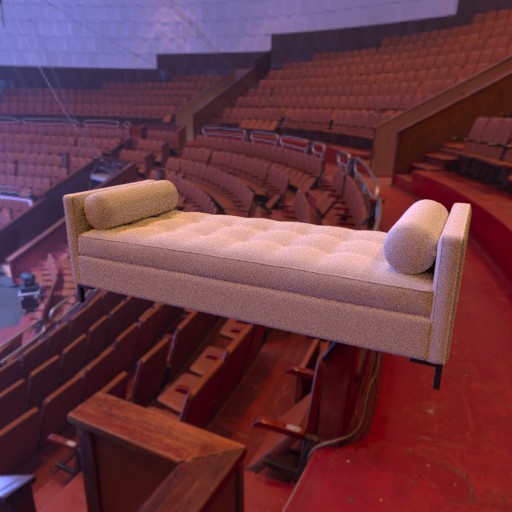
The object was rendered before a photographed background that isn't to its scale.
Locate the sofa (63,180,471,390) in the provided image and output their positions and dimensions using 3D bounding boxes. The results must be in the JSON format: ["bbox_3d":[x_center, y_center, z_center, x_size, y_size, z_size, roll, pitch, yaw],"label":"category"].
[{"bbox_3d":[0.000,0.000,2.349,1.985,0.641,0.746,8,19,25],"label":"sofa"}]
